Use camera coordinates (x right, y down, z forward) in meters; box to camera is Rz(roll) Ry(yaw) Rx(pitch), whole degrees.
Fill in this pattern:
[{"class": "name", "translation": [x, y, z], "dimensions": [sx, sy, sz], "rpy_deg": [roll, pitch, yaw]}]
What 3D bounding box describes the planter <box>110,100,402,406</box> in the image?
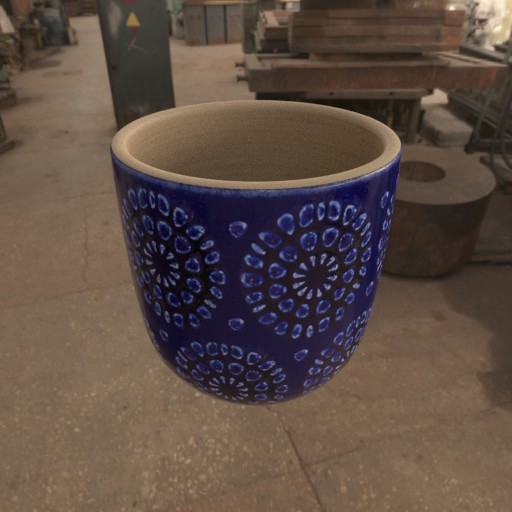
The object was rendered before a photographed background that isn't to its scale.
[{"class": "planter", "translation": [0.000, 0.000, 0.198], "dimensions": [0.109, 0.112, 0.109], "rpy_deg": [0, 32, 0]}]
